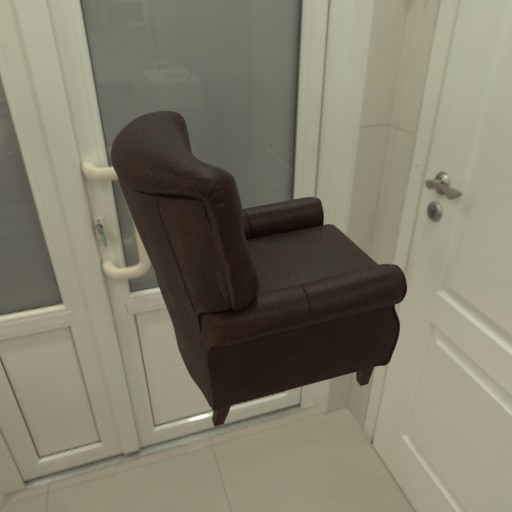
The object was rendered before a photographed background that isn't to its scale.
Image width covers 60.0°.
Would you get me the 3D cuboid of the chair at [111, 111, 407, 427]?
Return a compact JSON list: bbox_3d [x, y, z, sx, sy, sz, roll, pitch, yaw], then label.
[{"bbox_3d":[0.000,0.000,1.927,1.058,1.158,0.948,-10,32,-16],"label":"chair"}]
